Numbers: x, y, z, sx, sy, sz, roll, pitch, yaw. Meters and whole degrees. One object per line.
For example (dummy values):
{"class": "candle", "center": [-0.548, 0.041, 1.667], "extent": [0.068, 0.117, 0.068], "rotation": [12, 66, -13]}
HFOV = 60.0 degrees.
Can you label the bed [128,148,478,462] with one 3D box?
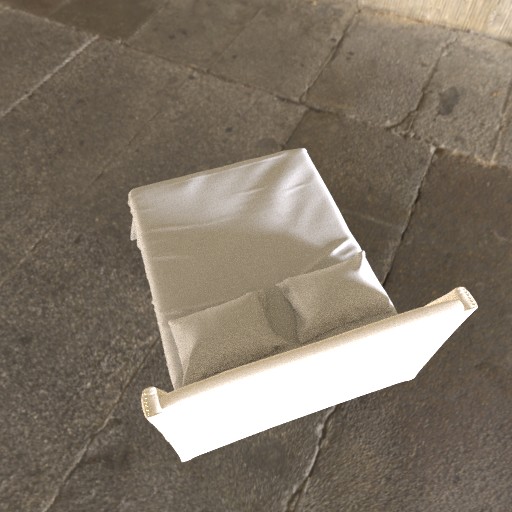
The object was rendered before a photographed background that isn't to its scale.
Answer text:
{"class": "bed", "center": [0.000, 0.000, 3.450], "extent": [1.925, 1.332, 2.276], "rotation": [-16, 58, -10]}
